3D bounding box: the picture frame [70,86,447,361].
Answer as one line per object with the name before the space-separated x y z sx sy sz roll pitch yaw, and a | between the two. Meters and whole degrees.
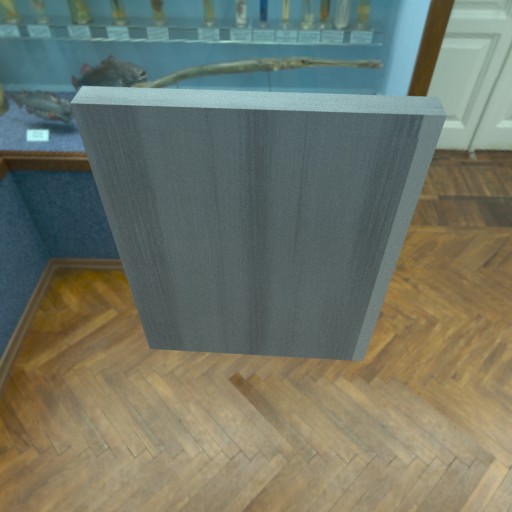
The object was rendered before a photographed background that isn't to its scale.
picture frame | 0.000 0.000 0.744 0.449 0.555 0.046 3 47 3
